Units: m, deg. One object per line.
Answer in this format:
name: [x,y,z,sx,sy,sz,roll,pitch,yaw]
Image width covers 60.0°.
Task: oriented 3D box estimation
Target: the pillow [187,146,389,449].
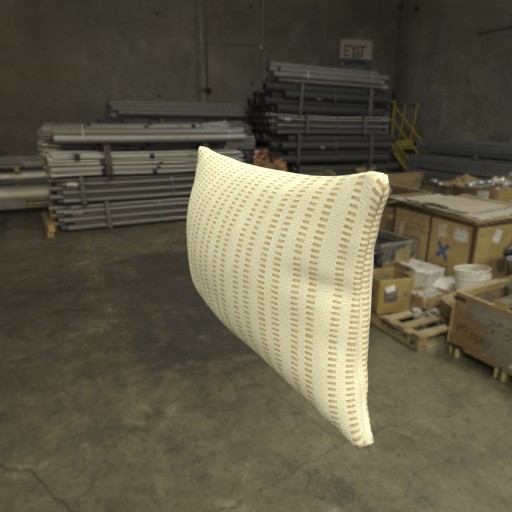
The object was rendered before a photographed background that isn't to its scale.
pillow: [0.000,0.000,0.789,0.210,0.353,0.640,-7,18,-23]
